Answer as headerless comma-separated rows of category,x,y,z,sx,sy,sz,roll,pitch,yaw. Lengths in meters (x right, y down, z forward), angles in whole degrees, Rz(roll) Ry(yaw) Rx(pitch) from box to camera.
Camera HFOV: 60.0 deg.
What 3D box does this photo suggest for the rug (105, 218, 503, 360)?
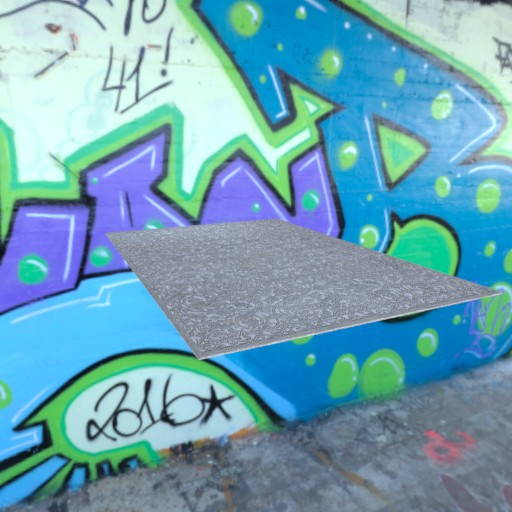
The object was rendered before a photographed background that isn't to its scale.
rug,0.000,0.000,2.239,1.221,0.006,1.827,-7,16,-25
